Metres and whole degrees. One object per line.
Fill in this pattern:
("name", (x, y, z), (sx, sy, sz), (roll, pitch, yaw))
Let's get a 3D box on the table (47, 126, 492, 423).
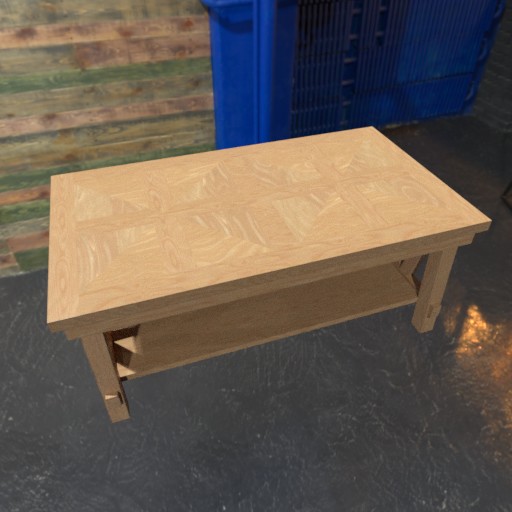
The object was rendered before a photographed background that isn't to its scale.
("table", (0.000, 0.000, 1.609), (1.270, 0.507, 0.711), (-12, 42, -14))
